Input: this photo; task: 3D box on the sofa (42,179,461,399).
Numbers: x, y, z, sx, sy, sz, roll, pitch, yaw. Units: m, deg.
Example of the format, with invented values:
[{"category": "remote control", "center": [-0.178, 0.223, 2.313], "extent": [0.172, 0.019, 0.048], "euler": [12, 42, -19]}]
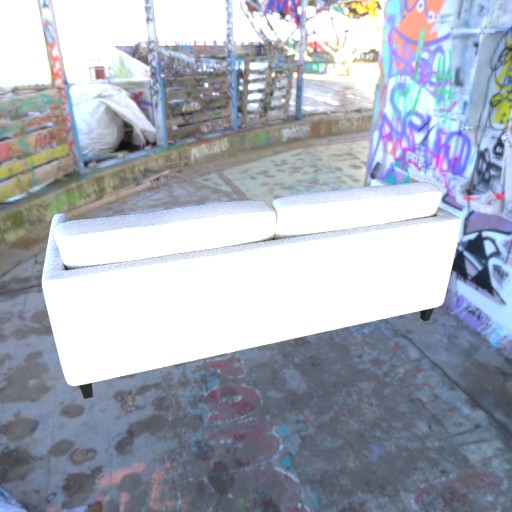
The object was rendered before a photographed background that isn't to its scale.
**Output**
[{"category": "sofa", "center": [0.000, 0.000, 2.902], "extent": [2.434, 0.965, 0.948], "euler": [-9, 28, -17]}]
